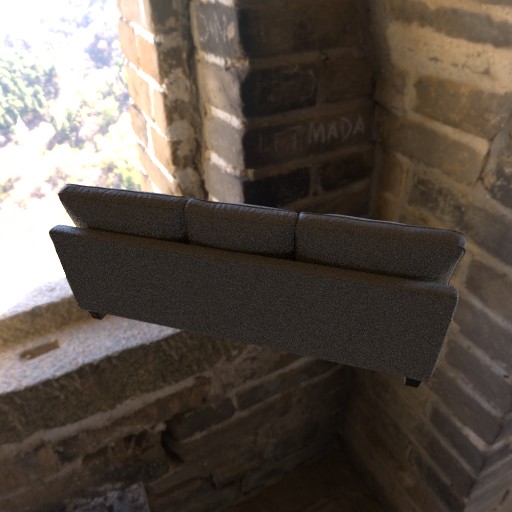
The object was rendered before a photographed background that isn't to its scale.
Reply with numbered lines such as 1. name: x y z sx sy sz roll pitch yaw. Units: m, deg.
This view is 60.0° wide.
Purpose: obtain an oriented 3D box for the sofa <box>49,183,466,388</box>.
1. sofa: 0.000 0.000 2.898 2.323 0.997 1.016 9 33 14
